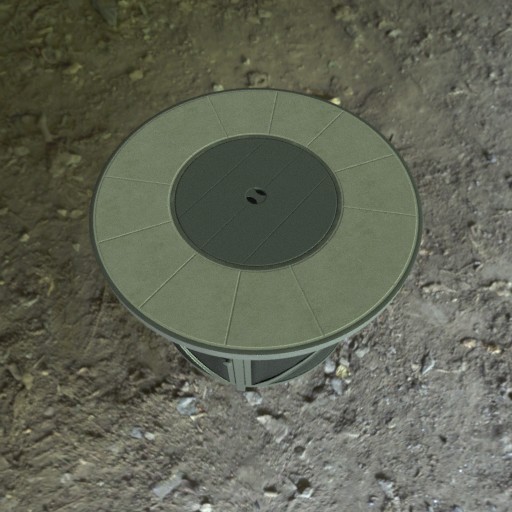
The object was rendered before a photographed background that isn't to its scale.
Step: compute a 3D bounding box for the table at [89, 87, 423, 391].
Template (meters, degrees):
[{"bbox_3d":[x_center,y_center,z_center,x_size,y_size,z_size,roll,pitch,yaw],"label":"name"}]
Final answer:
[{"bbox_3d":[0.000,0.000,1.513,0.914,0.650,0.914,0,59,0],"label":"table"}]
